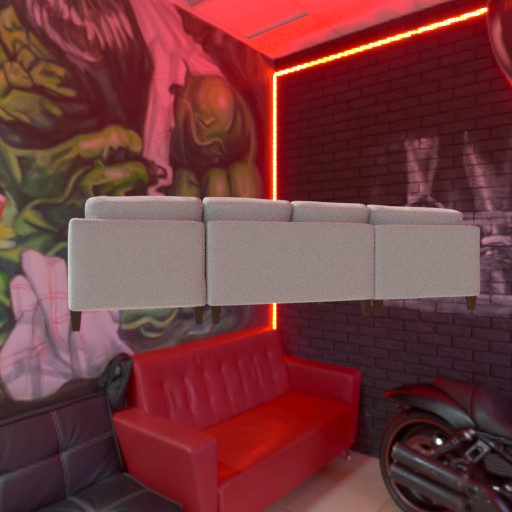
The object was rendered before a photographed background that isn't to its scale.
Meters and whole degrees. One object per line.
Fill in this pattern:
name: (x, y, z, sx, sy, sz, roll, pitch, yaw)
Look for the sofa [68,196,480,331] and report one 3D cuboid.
sofa: (0.000, 0.000, 4.640, 3.459, 0.956, 2.593, 0, 1, -18)
